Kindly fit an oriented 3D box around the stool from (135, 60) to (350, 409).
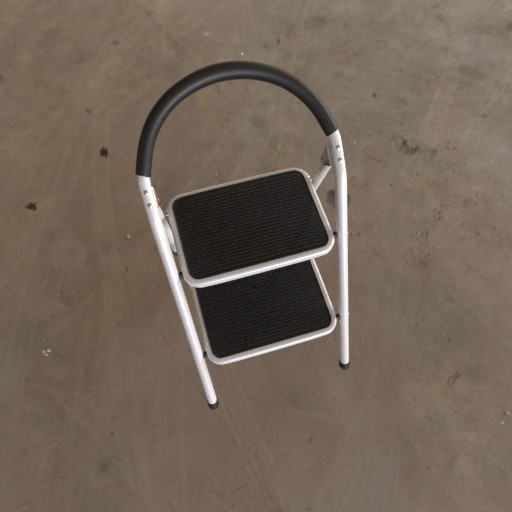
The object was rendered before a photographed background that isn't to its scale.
[{"bbox_3d":[0.000,0.000,1.125,0.453,0.760,0.559,-15,65,-7],"label":"stool"}]
